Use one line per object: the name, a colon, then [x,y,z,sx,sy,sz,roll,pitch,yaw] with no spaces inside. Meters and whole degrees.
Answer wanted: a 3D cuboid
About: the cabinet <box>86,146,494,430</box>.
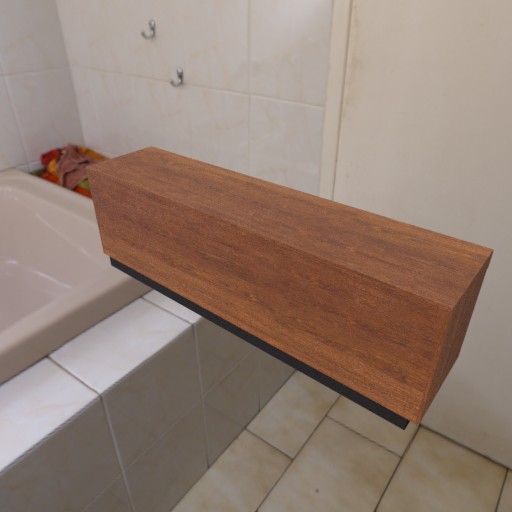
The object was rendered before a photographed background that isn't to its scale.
cabinet: [0.000,0.000,1.807,1.600,0.510,0.419,23,38,32]
